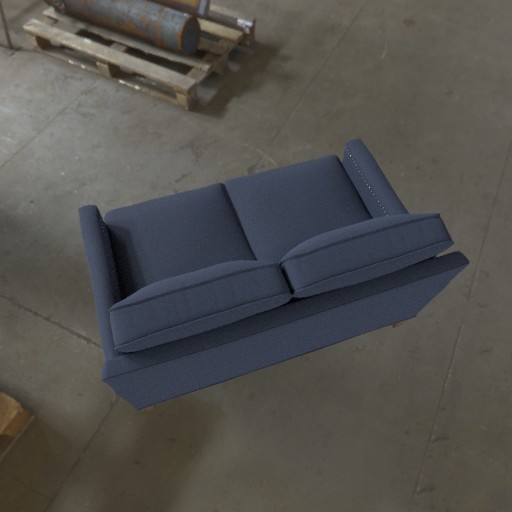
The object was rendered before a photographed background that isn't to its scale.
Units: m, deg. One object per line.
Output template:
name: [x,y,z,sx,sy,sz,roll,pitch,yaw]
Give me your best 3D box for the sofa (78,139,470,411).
sofa: [0.000,0.000,2.243,1.597,1.003,1.084,-16,59,-10]
